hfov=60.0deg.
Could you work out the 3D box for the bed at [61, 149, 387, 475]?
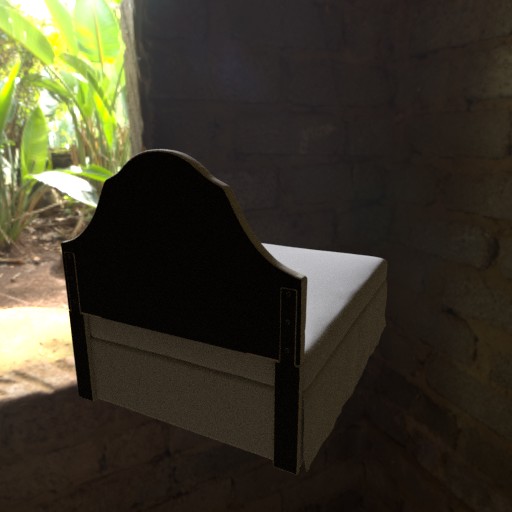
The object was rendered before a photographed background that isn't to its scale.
[{"bbox_3d":[0.000,0.000,3.234,1.627,1.575,2.092,8,17,26],"label":"bed"}]
